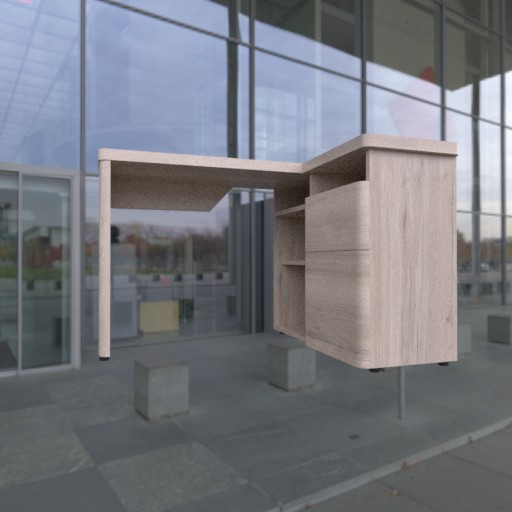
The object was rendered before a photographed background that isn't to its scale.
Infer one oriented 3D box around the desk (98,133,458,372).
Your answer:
[{"bbox_3d":[0.000,0.000,1.735,1.169,0.760,0.900,0,-1,-19],"label":"desk"}]
